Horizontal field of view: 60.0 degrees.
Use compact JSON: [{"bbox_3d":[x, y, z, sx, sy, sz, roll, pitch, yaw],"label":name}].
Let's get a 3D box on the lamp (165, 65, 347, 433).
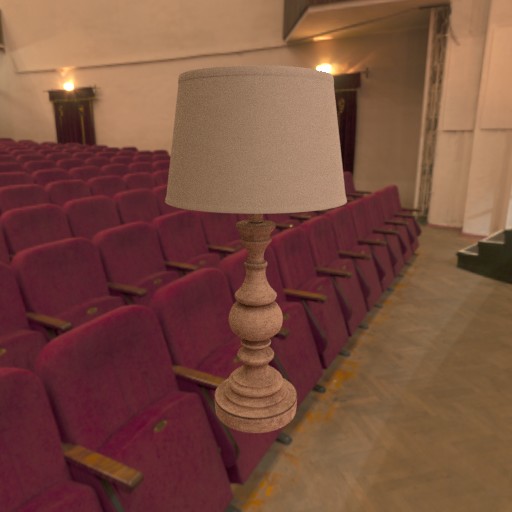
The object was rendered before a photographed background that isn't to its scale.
[{"bbox_3d":[0.000,0.000,0.873,0.340,0.678,0.340,0,15,0],"label":"lamp"}]
